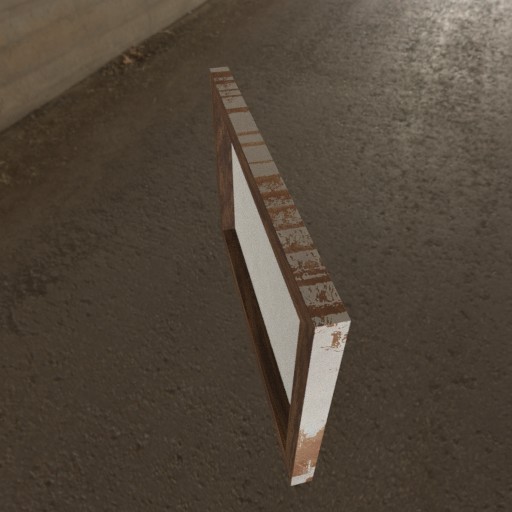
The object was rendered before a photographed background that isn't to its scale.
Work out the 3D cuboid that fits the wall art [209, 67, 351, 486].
[{"bbox_3d":[0.000,0.000,0.757,0.035,0.405,0.609,-9,45,-9],"label":"wall art"}]
